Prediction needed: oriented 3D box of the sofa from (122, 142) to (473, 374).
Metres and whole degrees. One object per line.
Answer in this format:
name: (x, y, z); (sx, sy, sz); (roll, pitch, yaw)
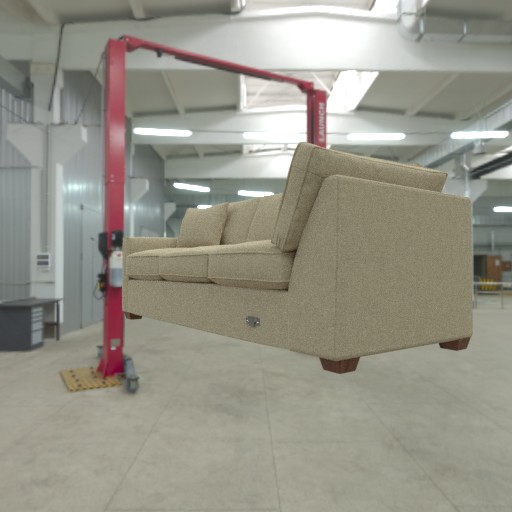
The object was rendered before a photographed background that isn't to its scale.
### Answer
sofa: (0.000, 0.000, 2.865); (1.061, 0.962, 2.317); (1, -1, -36)
